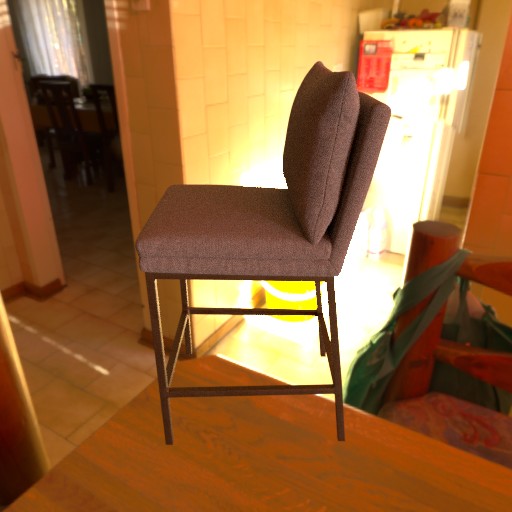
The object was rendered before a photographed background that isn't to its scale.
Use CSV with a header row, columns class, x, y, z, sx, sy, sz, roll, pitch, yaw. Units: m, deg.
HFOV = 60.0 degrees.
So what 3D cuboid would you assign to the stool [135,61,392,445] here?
class,x,y,z,sx,sy,sz,roll,pitch,yaw
stool,0.000,0.000,1.295,0.569,1.031,0.463,0,25,0
